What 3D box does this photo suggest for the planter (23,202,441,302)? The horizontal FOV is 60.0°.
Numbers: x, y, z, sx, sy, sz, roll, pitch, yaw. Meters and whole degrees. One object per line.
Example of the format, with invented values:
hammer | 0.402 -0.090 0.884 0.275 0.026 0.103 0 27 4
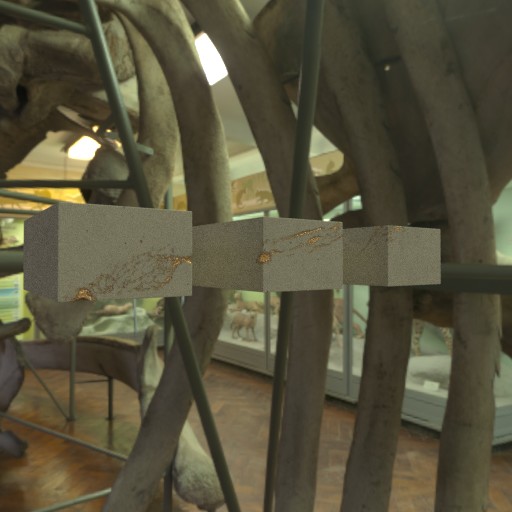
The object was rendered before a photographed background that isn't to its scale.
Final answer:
planter | 0.000 0.000 0.372 0.333 0.051 0.127 1 -1 -35
